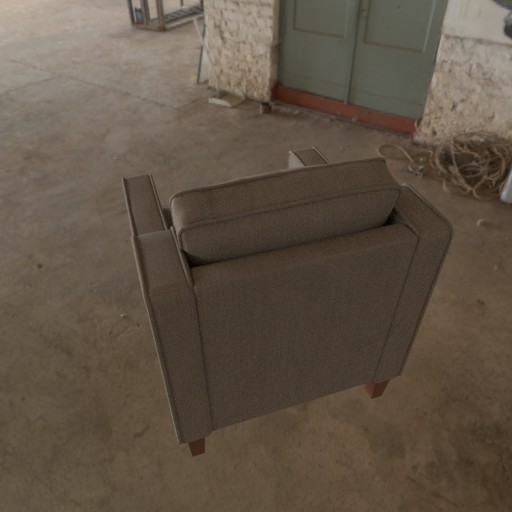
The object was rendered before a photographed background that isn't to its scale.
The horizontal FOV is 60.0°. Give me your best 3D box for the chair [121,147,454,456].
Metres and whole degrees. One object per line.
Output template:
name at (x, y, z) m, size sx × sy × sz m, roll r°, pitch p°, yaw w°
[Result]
chair at (0.000, 0.000, 1.632) m, size 0.831 × 0.960 × 0.909 m, roll -12°, pitch 42°, yaw -14°
